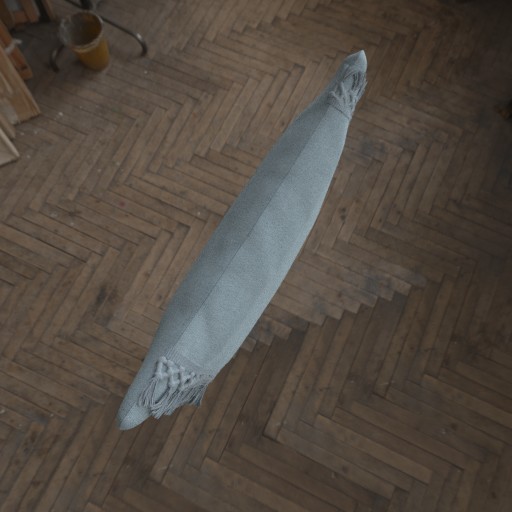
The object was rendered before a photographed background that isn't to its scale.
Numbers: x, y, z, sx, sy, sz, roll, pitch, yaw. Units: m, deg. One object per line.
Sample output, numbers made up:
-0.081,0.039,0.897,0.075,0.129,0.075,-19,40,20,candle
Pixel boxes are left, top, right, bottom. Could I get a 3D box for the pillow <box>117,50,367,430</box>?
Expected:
0.000,0.000,0.583,0.084,0.305,0.466,31,77,8,pillow
